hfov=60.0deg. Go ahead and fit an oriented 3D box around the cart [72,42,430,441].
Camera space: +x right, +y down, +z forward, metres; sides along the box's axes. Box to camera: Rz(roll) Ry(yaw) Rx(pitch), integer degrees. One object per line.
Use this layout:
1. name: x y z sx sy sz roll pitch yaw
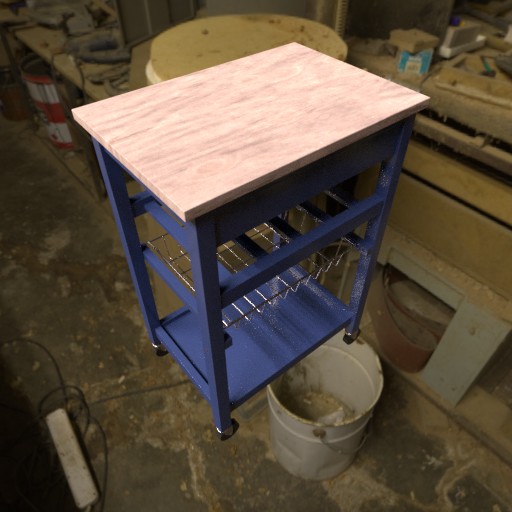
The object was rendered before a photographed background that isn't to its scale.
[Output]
1. cart: 0.000 0.000 1.157 0.584 0.839 0.403 -29 52 -27
